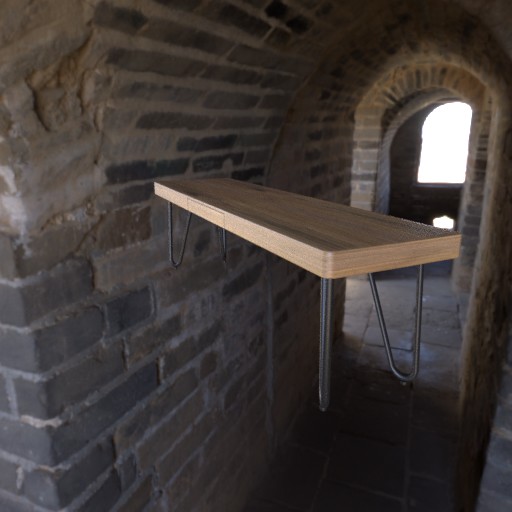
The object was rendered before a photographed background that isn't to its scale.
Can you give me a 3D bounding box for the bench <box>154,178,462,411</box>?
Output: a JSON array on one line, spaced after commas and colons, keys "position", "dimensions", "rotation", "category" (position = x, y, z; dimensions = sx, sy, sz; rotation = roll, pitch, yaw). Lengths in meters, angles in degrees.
[{"position": [0.000, 0.000, 1.777], "dimensions": [0.425, 0.462, 1.570], "rotation": [-7, 17, -25], "category": "bench"}]
